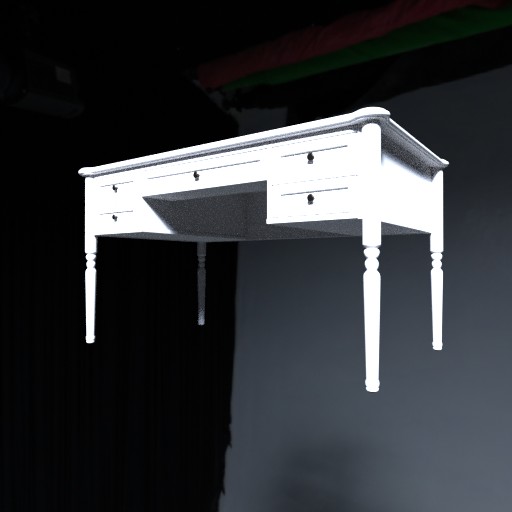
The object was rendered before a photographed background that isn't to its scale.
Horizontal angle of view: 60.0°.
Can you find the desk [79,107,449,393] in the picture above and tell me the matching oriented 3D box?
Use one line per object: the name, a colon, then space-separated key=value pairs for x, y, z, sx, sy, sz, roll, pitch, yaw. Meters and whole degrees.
desk: x=0.000 y=0.000 z=1.864 sx=1.380 sy=0.762 sz=0.807 roll=-1 pitch=-1 yaw=35
